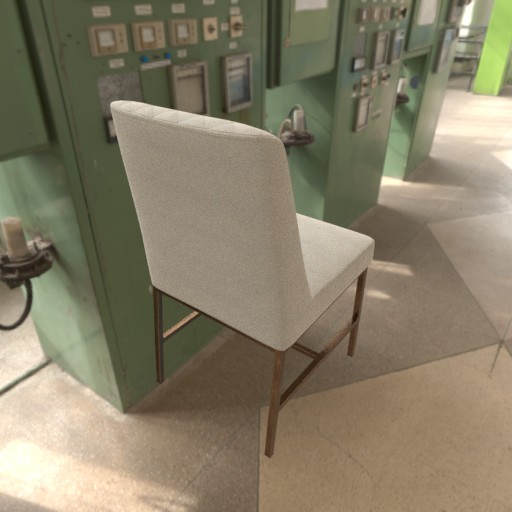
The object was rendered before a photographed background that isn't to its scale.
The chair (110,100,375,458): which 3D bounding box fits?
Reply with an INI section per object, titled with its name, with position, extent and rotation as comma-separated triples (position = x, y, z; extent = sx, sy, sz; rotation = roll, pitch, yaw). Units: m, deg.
[chair]
position = 0.000, 0.000, 1.308
extent = 0.503, 0.933, 0.597
rotation = 22, 37, 31
